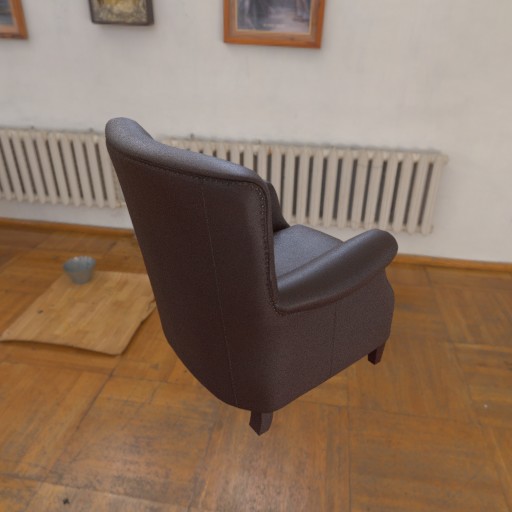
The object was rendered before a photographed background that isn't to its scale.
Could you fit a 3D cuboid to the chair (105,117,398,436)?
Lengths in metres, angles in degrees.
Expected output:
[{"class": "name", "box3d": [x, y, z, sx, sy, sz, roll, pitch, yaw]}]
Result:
[{"class": "chair", "box3d": [0.000, 0.000, 1.340, 0.746, 0.800, 0.700, -19, 33, -31]}]
